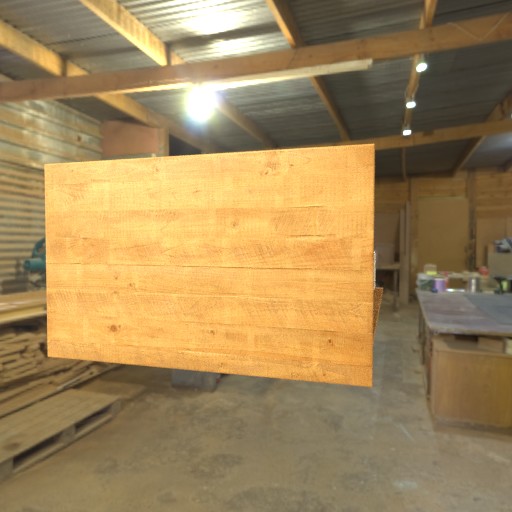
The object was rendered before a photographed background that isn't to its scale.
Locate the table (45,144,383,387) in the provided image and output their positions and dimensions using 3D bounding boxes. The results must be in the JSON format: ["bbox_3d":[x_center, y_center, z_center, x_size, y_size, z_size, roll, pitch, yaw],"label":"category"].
[{"bbox_3d":[0.000,0.000,3.163,1.707,1.041,2.149,1,2,17],"label":"table"}]
